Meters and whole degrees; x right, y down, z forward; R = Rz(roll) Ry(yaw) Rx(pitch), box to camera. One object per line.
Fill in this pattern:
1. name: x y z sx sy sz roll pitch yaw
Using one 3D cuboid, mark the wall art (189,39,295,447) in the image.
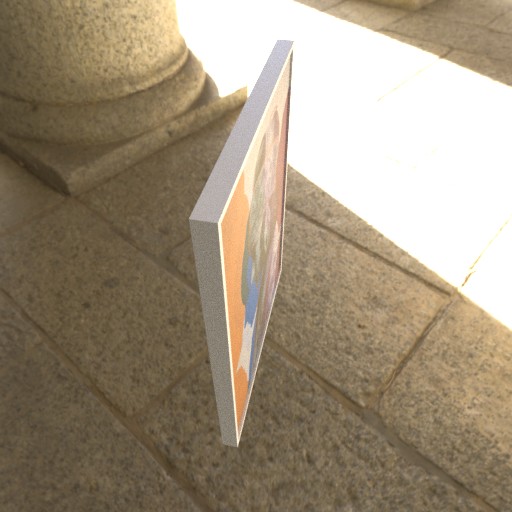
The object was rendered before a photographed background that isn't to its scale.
1. wall art: 0.000 0.000 0.758 0.030 0.549 0.443 9 47 9
